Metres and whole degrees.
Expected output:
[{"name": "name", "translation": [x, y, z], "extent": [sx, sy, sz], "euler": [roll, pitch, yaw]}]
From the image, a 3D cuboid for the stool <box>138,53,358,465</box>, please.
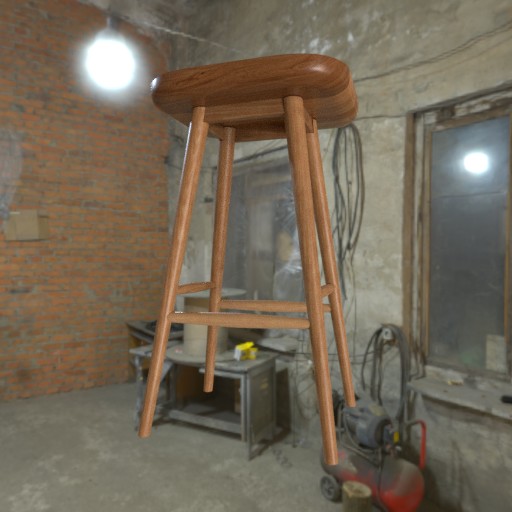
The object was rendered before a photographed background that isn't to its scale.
[{"name": "stool", "translation": [0.000, 0.000, 0.947], "extent": [0.407, 0.698, 0.322], "euler": [0, 0, 18]}]
